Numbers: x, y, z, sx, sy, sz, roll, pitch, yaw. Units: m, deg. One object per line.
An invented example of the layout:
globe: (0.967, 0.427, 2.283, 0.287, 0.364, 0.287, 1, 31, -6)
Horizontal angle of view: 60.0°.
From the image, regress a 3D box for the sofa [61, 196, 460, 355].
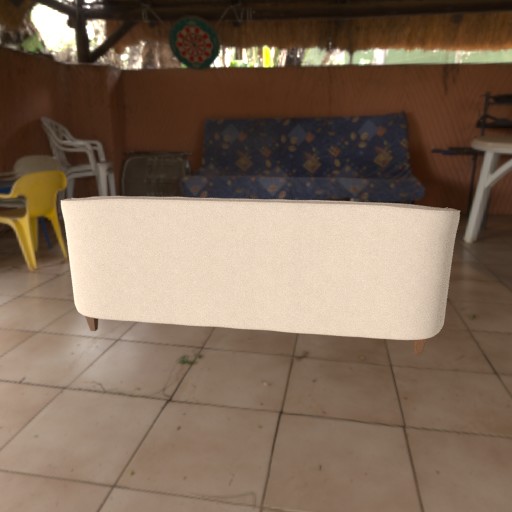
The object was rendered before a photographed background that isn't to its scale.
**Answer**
sofa: (0.000, 0.000, 2.848, 2.278, 0.855, 0.941, 3, 16, 9)
